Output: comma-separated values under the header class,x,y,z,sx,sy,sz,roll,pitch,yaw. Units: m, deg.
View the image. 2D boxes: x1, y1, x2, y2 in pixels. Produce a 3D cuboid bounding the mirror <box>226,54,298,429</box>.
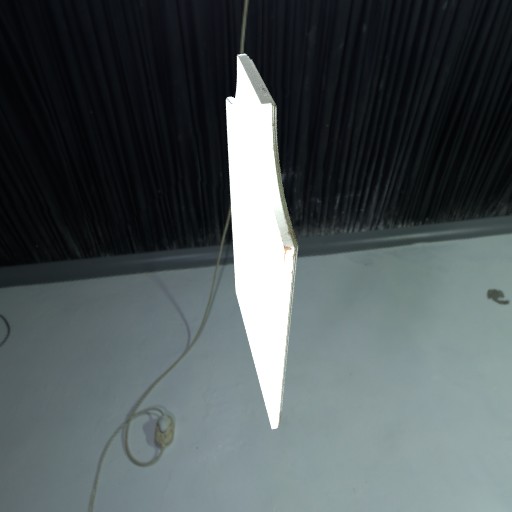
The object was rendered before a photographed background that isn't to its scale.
class,x,y,z,sx,sy,sz,roll,pitch,yaw
mirror,0.000,0.000,0.865,0.022,0.717,0.403,-10,48,-9
